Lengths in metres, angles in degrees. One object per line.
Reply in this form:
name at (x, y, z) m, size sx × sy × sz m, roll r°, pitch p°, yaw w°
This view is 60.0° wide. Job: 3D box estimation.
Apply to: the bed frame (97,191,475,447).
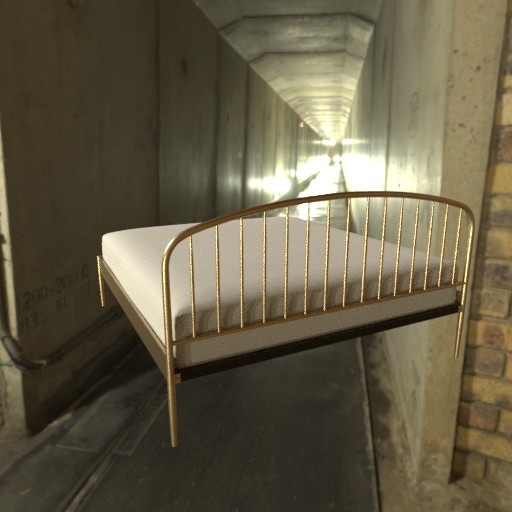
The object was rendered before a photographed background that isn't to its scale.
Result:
bed frame at (0.000, 0.000, 3.350) m, size 2.016 × 1.174 × 2.152 m, roll -7°, pitch 16°, yaw -26°
